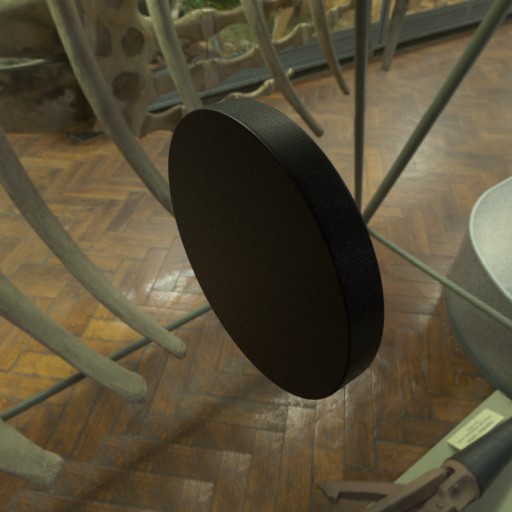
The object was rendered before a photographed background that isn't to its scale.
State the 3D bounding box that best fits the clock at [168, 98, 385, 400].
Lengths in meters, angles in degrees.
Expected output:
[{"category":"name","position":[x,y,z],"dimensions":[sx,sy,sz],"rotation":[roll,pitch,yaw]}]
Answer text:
[{"category":"clock","position":[0.000,0.000,0.468],"dimensions":[0.040,0.314,0.314],"rotation":[-26,48,-26]}]
